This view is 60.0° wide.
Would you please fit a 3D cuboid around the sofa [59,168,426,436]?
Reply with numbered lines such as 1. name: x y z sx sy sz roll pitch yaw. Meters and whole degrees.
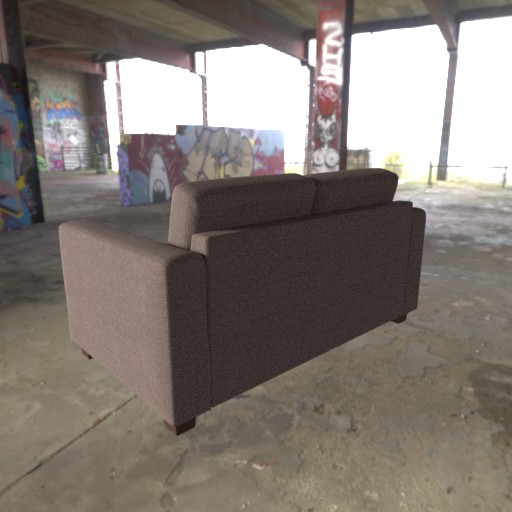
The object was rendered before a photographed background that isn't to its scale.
1. sofa: 0.000 0.000 2.077 1.520 0.800 0.900 -13 19 -41
